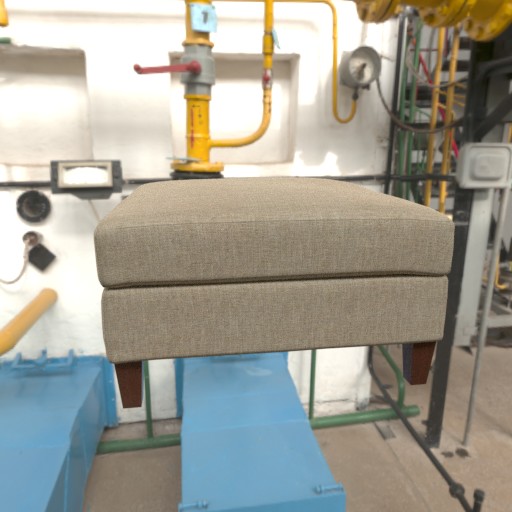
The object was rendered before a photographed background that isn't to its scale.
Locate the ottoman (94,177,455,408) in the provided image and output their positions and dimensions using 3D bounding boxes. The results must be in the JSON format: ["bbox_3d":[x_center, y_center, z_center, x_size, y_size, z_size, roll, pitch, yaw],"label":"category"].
[{"bbox_3d":[0.000,0.000,1.470,0.836,0.492,0.976,-2,14,-8],"label":"ottoman"}]
